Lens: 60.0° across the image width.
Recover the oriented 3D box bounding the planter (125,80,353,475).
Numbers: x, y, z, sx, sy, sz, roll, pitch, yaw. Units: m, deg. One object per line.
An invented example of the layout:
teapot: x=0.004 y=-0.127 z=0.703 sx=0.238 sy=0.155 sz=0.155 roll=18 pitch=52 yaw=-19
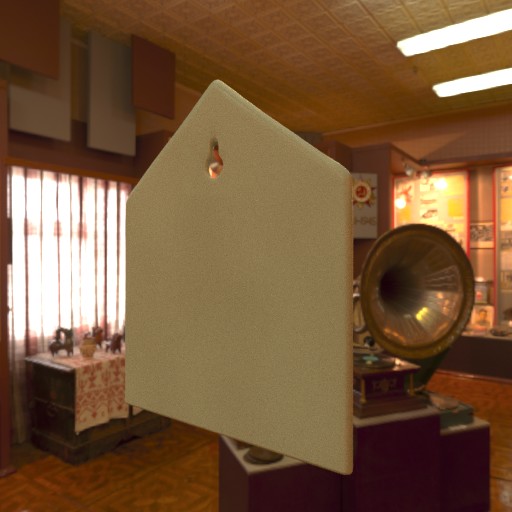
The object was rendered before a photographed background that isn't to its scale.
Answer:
planter: x=0.000 y=0.000 z=0.278 sx=0.164 sy=0.197 sz=0.079 roll=0 pitch=0 yaw=37
